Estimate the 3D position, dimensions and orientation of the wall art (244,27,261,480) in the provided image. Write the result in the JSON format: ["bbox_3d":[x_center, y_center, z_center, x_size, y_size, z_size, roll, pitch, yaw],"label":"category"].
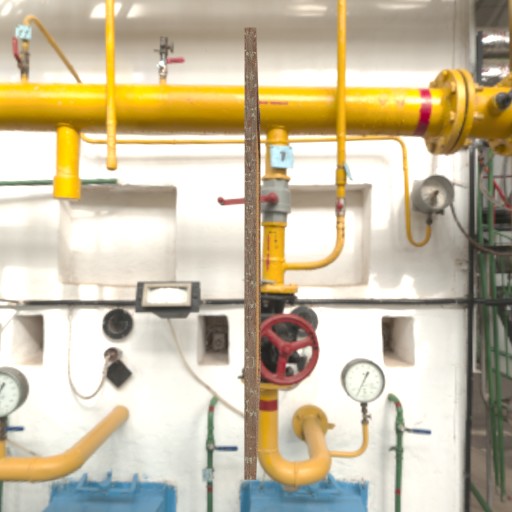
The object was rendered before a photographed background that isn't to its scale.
[{"bbox_3d":[0.000,0.000,0.568,0.012,0.384,0.384,0,-1,1],"label":"wall art"}]
